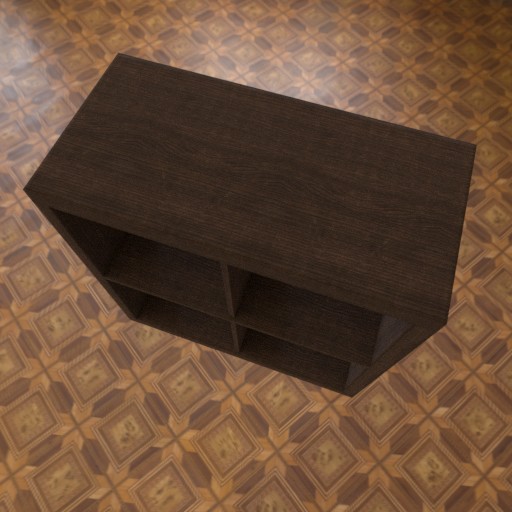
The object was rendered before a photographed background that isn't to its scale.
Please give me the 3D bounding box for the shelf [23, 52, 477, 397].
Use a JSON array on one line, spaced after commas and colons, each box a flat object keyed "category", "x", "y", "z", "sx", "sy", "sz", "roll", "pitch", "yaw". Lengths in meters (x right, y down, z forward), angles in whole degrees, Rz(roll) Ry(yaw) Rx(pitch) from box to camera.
[{"category": "shelf", "x": 0.000, "y": 0.000, "z": 1.207, "sx": 0.790, "sy": 0.786, "sz": 0.390, "roll": 17, "pitch": 65, "yaw": 8}]
